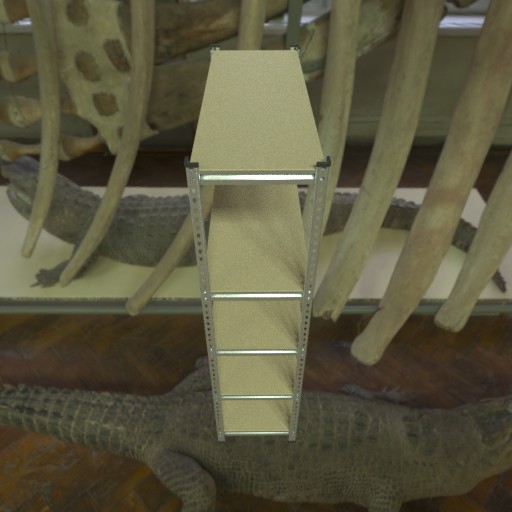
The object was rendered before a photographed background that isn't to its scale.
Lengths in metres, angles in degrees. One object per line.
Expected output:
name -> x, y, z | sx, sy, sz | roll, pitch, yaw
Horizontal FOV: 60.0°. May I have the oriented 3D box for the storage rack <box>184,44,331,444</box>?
storage rack -> 0.000, 0.000, 2.424 | 0.457, 1.829, 1.219 | 0, 41, 0
